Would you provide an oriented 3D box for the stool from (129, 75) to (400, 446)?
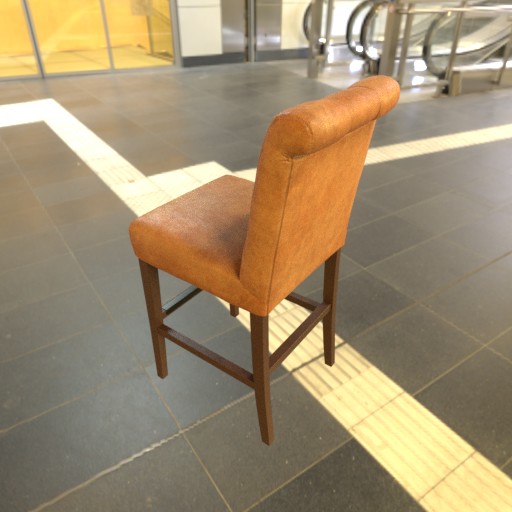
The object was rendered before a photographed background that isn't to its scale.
[{"bbox_3d":[0.000,0.000,1.372,0.601,1.047,0.493,22,39,30],"label":"stool"}]
